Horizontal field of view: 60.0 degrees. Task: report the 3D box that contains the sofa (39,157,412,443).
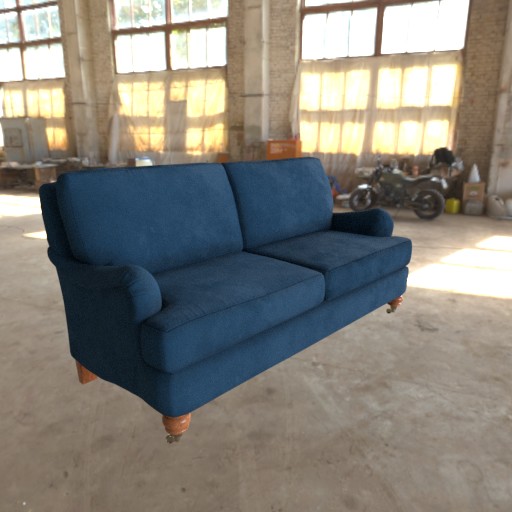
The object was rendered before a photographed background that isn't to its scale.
[{"bbox_3d":[0.000,0.000,2.683,1.084,1.101,2.141,14,20,41],"label":"sofa"}]
